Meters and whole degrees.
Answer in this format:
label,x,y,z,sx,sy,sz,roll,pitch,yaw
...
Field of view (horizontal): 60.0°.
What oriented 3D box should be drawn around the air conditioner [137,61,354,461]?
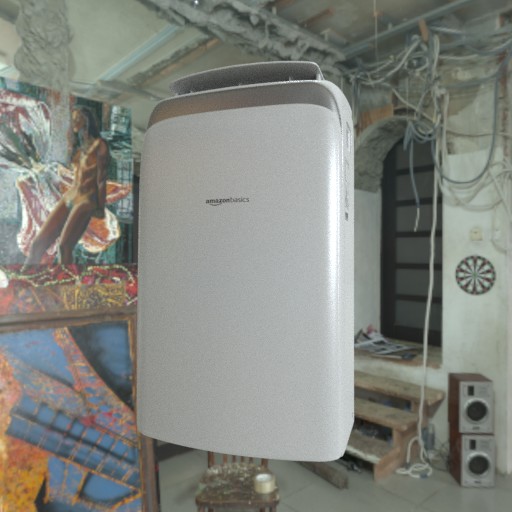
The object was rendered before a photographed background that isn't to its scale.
label,x,y,z,sx,sy,sz,roll,pitch,yaw
air conditioner,0.000,0.000,1.050,0.449,0.786,0.414,0,0,19
